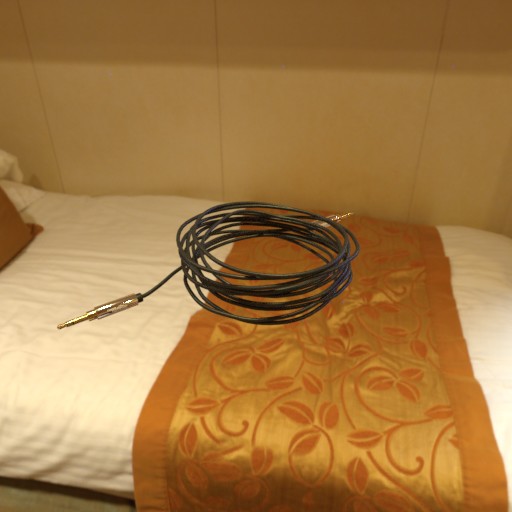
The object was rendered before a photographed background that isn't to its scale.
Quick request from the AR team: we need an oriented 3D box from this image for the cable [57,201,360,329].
[{"bbox_3d":[0.000,0.000,0.508,0.432,0.069,0.198,-20,37,-30],"label":"cable"}]
